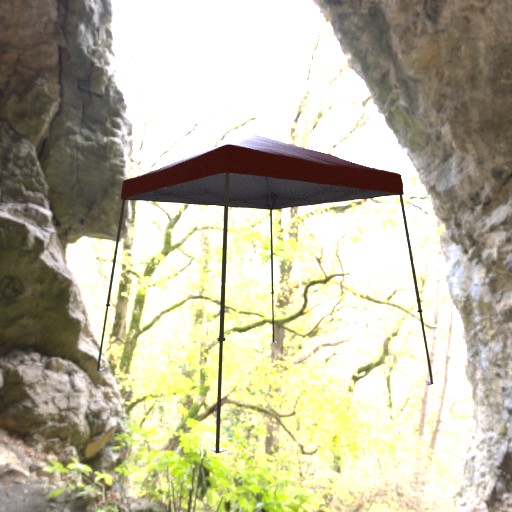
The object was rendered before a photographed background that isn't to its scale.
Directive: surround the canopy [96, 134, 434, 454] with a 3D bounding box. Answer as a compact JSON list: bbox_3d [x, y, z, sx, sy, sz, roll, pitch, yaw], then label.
[{"bbox_3d":[0.000,0.000,5.223,2.848,2.849,2.849,-1,1,-37],"label":"canopy"}]
